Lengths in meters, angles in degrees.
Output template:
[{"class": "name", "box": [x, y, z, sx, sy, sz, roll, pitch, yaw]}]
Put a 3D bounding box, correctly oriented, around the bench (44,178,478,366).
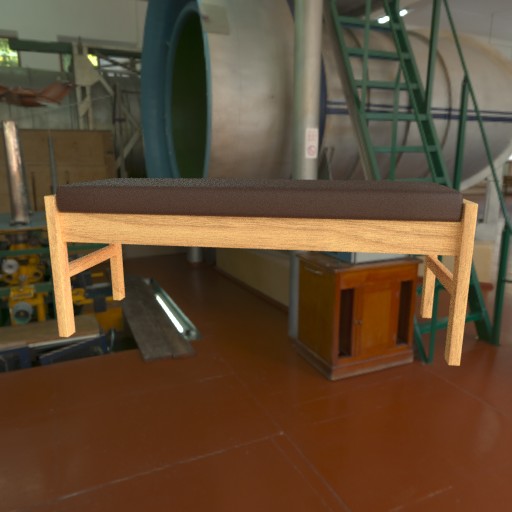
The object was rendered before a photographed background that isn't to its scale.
[{"class": "bench", "box": [0.000, 0.000, 1.450, 1.200, 0.480, 0.405, 2, 13, 9]}]
